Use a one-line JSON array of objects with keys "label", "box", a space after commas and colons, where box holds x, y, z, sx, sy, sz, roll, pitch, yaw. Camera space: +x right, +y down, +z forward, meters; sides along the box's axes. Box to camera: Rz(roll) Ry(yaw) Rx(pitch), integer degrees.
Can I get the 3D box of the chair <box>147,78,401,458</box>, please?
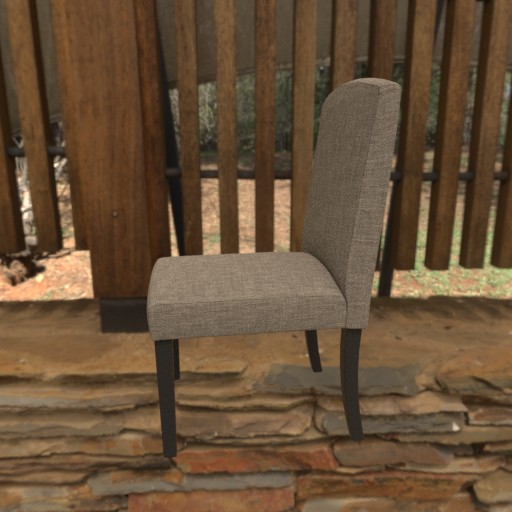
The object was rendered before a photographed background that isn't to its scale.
[{"label": "chair", "box": [0.000, 0.000, 1.220, 0.580, 0.917, 0.451, -2, 13, -8]}]
